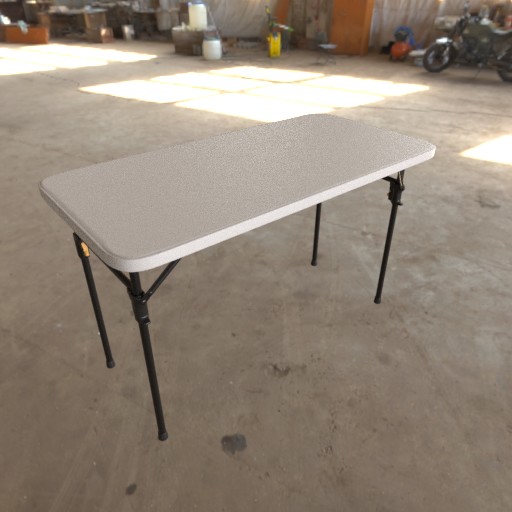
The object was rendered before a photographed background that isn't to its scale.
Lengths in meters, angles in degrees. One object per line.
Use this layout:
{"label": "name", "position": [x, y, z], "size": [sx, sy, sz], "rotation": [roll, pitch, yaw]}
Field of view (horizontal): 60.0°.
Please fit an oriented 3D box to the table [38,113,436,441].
{"label": "table", "position": [0.000, 0.000, 1.624], "size": [1.219, 0.729, 0.610], "rotation": [-24, 39, -32]}
